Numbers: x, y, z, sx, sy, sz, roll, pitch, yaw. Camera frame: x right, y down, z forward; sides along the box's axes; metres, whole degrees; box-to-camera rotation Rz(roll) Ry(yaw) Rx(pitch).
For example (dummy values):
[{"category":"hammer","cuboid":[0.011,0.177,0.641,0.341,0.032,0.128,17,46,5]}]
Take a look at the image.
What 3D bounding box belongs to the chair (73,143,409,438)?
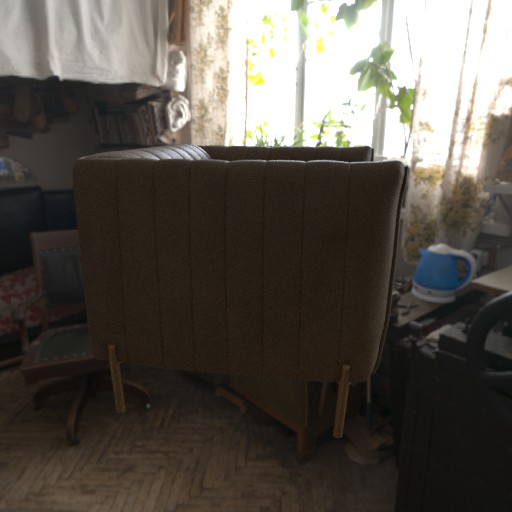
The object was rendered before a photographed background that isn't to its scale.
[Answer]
[{"category":"chair","cuboid":[0.000,0.000,1.634,0.876,0.779,0.981,3,16,9]}]
